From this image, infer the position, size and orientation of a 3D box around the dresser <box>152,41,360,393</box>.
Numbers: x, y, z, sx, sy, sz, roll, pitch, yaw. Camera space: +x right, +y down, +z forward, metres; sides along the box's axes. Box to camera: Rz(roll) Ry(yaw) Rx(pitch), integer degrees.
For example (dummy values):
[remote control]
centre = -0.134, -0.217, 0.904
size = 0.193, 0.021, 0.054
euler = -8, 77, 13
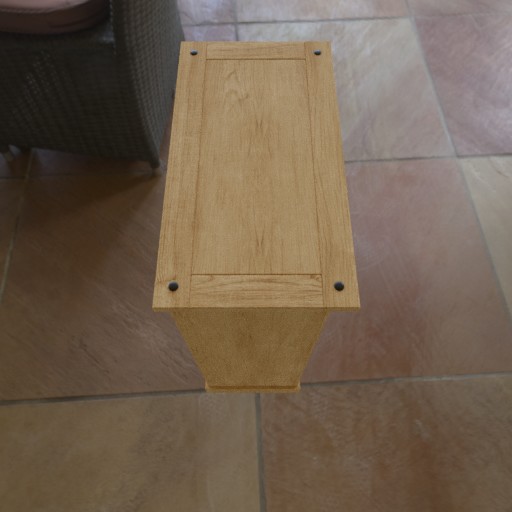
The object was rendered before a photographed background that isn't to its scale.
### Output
[dresser]
centre = 0.000, 0.000, 1.812
size = 0.485, 1.300, 0.915
euler = 0, 64, 0
